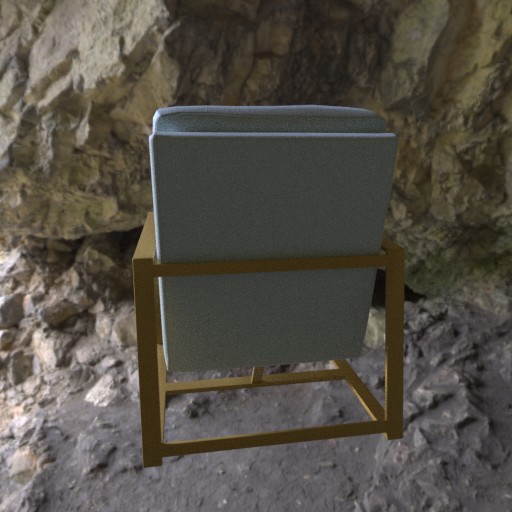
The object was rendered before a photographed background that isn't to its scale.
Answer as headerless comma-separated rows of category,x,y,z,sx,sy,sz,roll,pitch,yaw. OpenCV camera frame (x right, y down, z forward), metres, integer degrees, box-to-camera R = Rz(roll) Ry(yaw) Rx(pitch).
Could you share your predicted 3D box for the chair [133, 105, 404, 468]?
chair,0.000,0.000,1.536,0.758,0.956,0.813,-2,14,-9
